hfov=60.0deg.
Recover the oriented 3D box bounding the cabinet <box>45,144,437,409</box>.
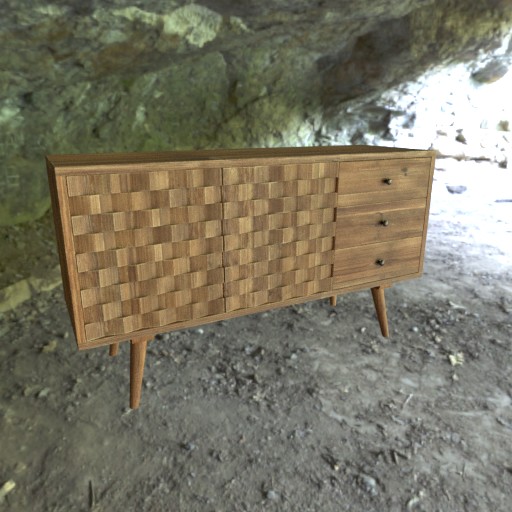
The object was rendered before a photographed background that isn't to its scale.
[{"bbox_3d":[0.000,0.000,1.757,1.400,0.800,0.472,-9,19,-26],"label":"cabinet"}]
